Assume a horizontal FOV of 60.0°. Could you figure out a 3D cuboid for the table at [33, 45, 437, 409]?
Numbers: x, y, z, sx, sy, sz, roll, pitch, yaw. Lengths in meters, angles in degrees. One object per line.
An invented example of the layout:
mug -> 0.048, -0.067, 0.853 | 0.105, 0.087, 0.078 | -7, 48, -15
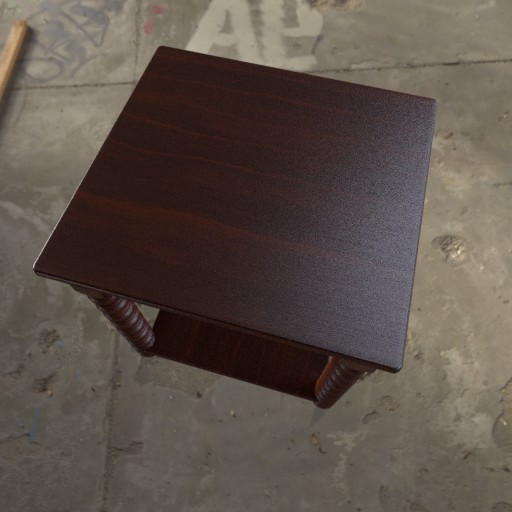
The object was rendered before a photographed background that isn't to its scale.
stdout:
table -> 0.000, 0.000, 0.961 | 0.533, 0.567, 0.500 | 14, 64, 7
